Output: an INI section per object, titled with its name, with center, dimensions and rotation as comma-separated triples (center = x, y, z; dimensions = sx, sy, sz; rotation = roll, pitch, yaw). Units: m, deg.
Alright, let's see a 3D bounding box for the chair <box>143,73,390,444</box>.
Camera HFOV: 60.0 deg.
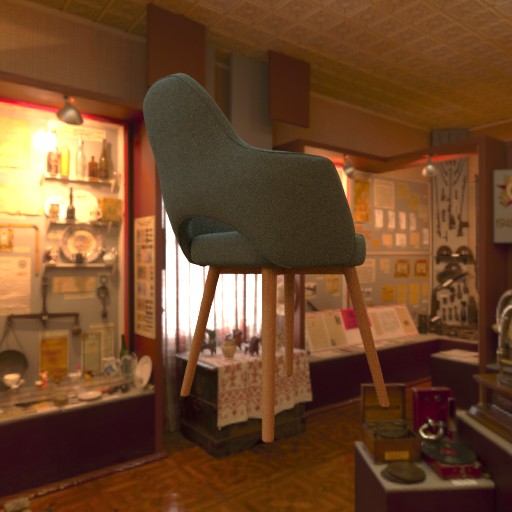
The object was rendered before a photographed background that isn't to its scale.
[chair]
center = 0.000, 0.000, 1.344
dimensions = 0.666, 0.920, 0.589
rotation = 0, -1, -36
